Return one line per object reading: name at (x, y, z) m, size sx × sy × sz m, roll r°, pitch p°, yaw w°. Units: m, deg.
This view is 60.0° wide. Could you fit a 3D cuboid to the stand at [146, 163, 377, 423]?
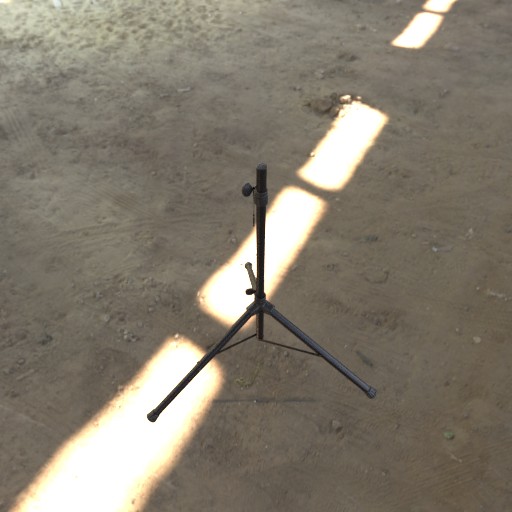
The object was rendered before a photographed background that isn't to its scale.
stand at (0.000, 0.000, 1.888) m, size 1.045 × 1.136 × 0.907 m, roll -4°, pitch 47°, yaw -3°
